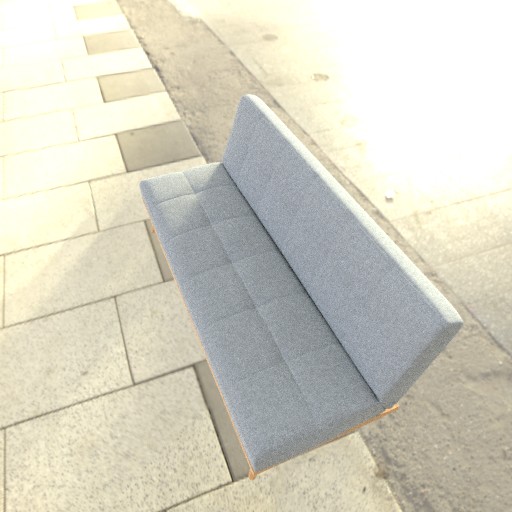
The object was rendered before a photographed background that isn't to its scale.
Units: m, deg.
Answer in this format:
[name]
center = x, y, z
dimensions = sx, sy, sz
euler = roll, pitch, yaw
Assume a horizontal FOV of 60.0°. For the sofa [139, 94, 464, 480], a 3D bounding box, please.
[sofa]
center = 0.000, 0.000, 2.227
dimensions = 0.800, 0.800, 1.820
euler = -17, 49, -16
